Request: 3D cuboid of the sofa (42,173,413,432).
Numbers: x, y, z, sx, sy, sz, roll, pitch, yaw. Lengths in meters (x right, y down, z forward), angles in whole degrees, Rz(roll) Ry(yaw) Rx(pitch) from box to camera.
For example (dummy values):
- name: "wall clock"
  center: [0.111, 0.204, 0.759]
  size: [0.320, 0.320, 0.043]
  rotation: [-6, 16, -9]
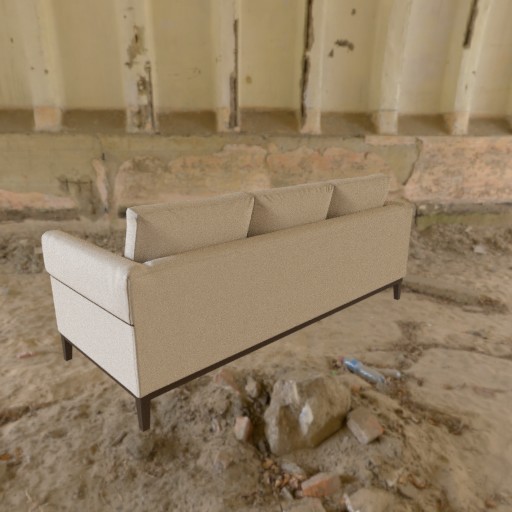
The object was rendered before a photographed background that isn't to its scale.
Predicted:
- name: "sofa"
  center: [0.000, 0.000, 2.714]
  size: [2.198, 0.911, 0.902]
  rotation: [-15, 22, -42]
